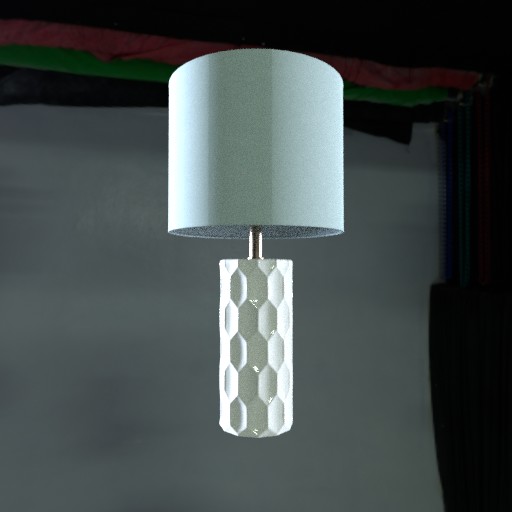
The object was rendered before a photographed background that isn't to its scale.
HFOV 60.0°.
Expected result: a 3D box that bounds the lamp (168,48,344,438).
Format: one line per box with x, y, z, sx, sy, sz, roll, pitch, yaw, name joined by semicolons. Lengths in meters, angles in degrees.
0.000;0.000;0.709;0.277;0.534;0.277;1;-2;-18;lamp
